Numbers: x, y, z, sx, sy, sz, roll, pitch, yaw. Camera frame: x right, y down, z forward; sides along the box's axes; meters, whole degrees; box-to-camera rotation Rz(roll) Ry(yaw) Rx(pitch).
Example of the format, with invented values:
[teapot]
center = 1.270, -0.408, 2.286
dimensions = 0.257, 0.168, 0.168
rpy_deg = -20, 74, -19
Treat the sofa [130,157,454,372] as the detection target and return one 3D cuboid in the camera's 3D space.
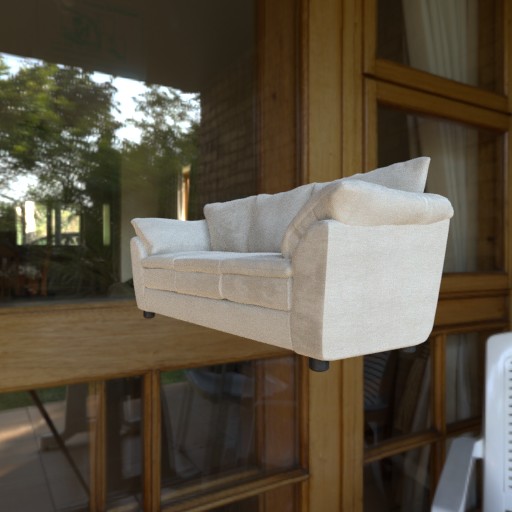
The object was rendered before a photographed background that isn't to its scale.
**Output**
[sofa]
center = 0.000, 0.000, 2.875
dimensions = 0.893, 0.981, 2.377
rpy_deg = 0, 0, -35
